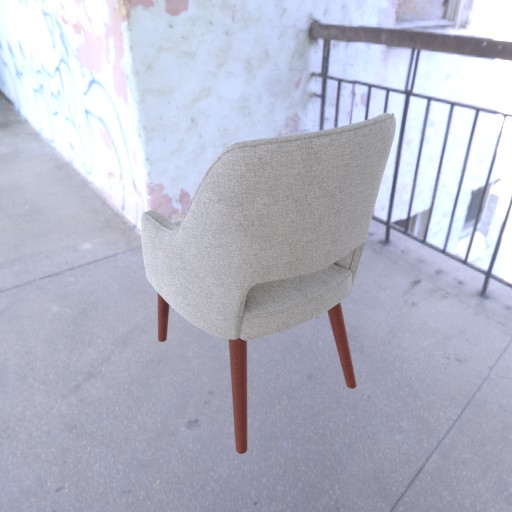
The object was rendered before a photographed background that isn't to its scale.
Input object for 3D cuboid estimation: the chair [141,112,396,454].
[{"bbox_3d":[0.000,0.000,1.241,0.548,0.849,0.605,-19,37,-28],"label":"chair"}]
